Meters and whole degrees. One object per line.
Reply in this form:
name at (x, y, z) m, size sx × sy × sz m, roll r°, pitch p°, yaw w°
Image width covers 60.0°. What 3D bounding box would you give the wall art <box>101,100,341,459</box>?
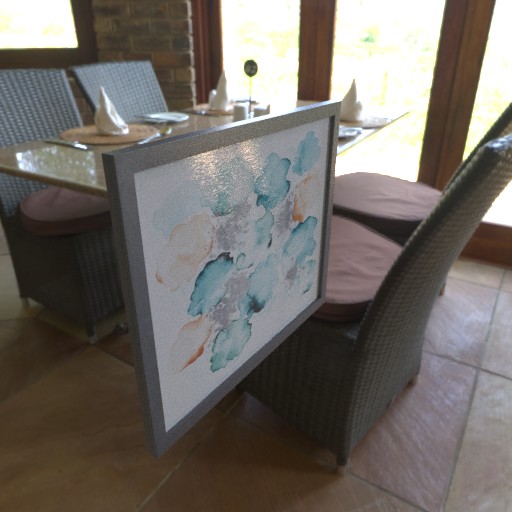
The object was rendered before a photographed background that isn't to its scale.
wall art at (0.000, 0.000, 0.934) m, size 0.026 × 0.558 × 0.660 m, roll 18°, pitch 31°, yaw 31°
